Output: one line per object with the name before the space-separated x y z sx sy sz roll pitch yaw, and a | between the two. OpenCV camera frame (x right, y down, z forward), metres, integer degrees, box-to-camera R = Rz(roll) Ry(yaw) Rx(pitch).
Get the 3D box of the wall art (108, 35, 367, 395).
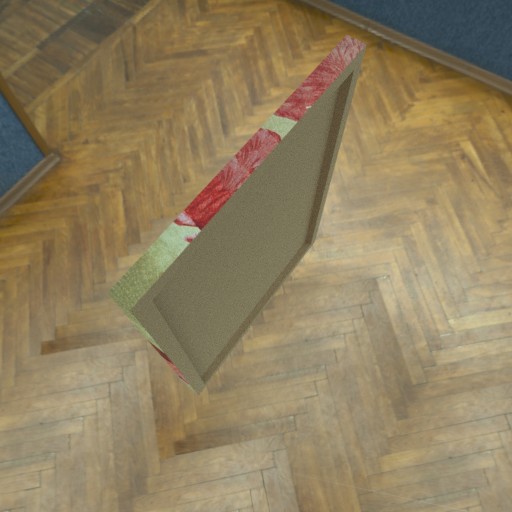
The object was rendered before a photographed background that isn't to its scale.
wall art | 0.000 0.000 0.685 0.028 0.508 0.406 33 69 15
